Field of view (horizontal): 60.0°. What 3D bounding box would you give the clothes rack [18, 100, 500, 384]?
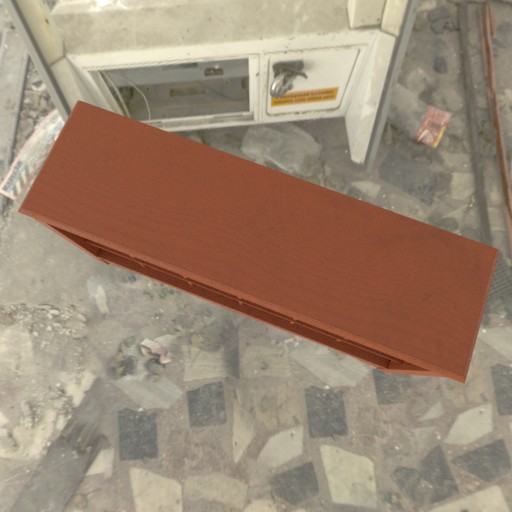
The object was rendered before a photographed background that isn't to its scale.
[{"bbox_3d":[0.000,0.000,1.466,1.251,0.594,0.362,21,77,5],"label":"clothes rack"}]
